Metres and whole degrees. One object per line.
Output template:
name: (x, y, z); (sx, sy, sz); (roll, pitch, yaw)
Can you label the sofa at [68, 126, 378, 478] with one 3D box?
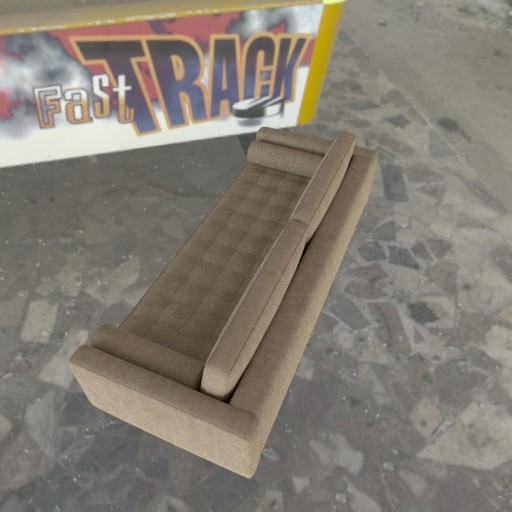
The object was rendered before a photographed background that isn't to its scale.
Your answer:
sofa: (0.000, 0.000, 2.642); (0.919, 0.770, 2.200); (18, 49, 16)
